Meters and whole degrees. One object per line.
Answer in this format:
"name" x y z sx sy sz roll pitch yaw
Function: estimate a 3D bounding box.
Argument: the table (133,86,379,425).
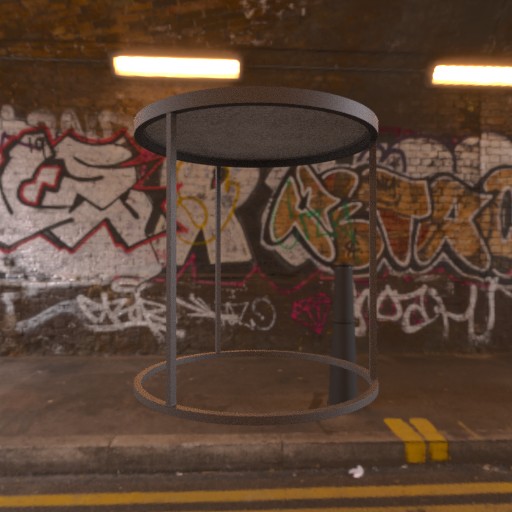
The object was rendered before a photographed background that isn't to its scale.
"table" 0.000 0.000 0.883 0.470 0.498 0.470 0 0 0
